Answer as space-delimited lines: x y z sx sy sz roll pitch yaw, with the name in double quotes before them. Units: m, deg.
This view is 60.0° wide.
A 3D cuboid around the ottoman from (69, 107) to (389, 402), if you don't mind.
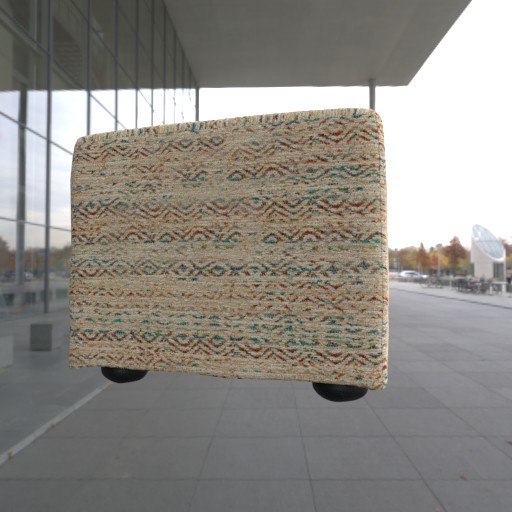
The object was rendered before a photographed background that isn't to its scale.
"ottoman" 0.000 0.000 0.909 0.521 0.453 0.512 -1 -2 17
